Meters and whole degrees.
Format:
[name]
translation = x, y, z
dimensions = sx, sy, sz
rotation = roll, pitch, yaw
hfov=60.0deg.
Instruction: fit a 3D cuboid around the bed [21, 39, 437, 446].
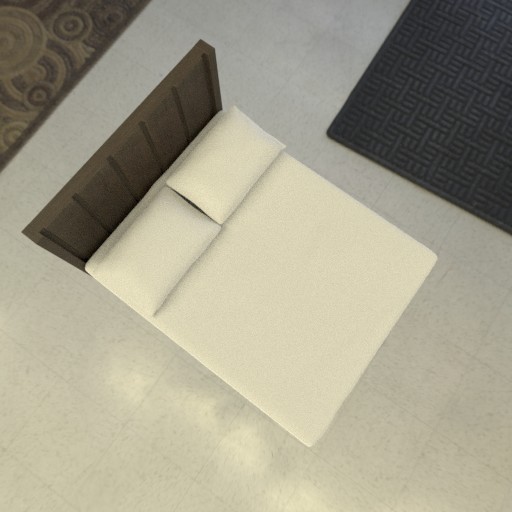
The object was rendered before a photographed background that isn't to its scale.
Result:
[bed]
translation = 0.000, 0.000, 3.285
dimensions = 2.242, 1.270, 1.727
rotation = 36, 78, 9
